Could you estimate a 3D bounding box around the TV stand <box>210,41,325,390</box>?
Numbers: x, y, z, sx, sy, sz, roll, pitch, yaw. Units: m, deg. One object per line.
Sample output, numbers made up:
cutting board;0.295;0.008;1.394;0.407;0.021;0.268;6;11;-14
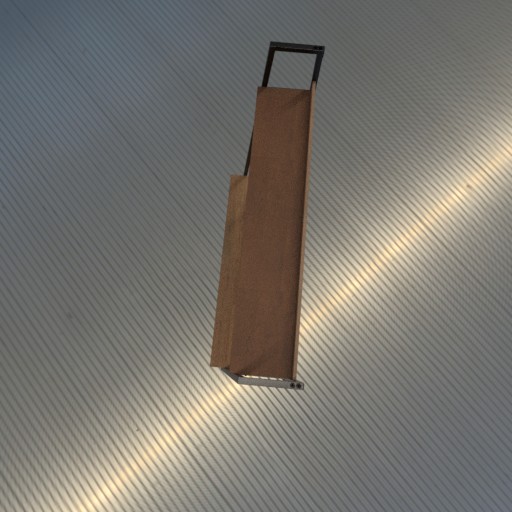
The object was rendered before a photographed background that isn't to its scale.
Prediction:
TV stand;0.000;0.000;2.388;0.432;1.772;1.250;5;77;1
